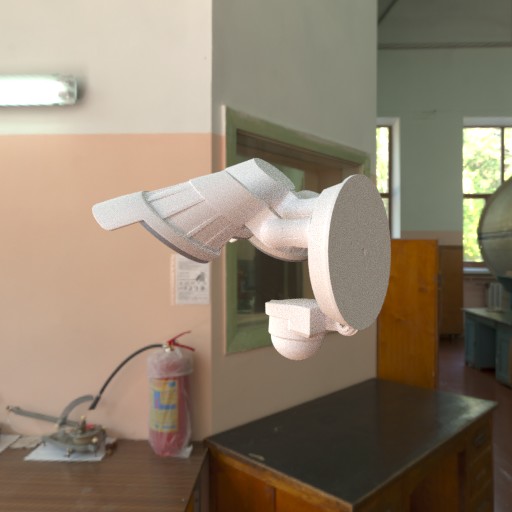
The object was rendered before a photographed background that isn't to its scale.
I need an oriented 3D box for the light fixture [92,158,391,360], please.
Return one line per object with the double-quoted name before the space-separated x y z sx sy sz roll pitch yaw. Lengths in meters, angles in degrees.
"light fixture" 0.000 0.000 0.543 0.278 0.237 0.369 0 0 36
